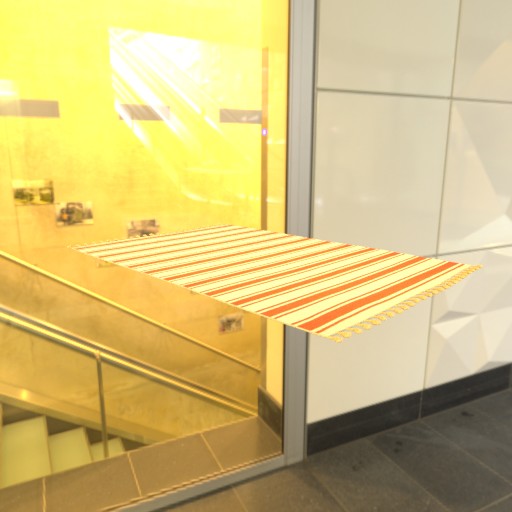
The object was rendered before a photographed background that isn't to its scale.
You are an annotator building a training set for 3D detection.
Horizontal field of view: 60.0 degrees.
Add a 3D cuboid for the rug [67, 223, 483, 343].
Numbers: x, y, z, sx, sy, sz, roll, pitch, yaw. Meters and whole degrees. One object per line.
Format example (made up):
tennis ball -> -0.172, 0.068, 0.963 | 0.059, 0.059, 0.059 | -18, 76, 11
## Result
rug -> 0.000, 0.000, 2.994 | 2.433, 0.022, 1.556 | 13, 18, 43
